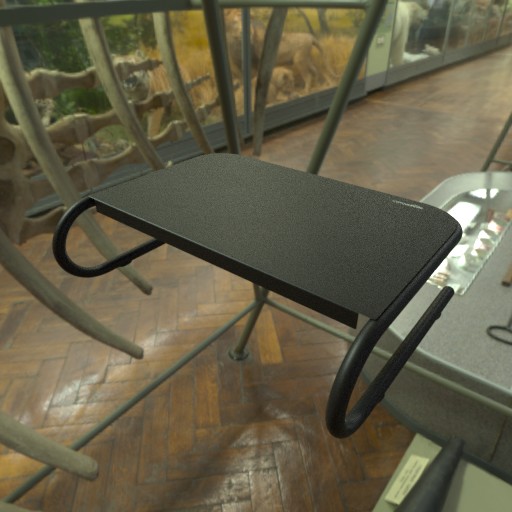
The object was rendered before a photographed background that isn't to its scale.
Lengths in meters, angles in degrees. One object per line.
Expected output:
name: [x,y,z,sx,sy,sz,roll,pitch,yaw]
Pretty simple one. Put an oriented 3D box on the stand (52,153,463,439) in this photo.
stand: [0.000,0.000,0.496,0.370,0.108,0.280,22,38,32]
